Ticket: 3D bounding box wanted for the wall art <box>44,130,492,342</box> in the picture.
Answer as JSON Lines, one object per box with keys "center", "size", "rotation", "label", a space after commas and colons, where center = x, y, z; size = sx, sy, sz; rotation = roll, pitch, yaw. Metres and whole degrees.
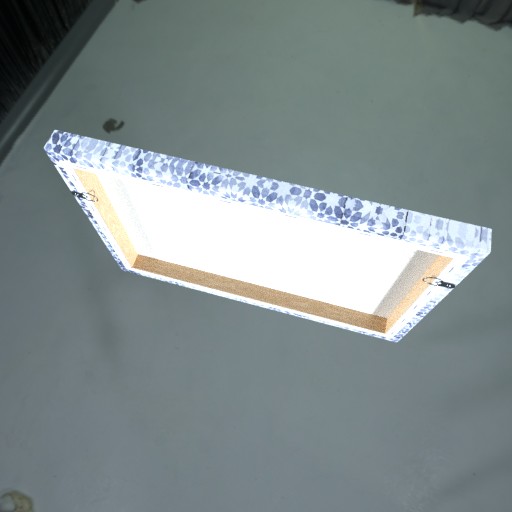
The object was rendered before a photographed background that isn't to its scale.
{"center": [0.000, 0.000, 1.150], "size": [0.911, 0.608, 0.057], "rotation": [14, 64, 7], "label": "wall art"}
